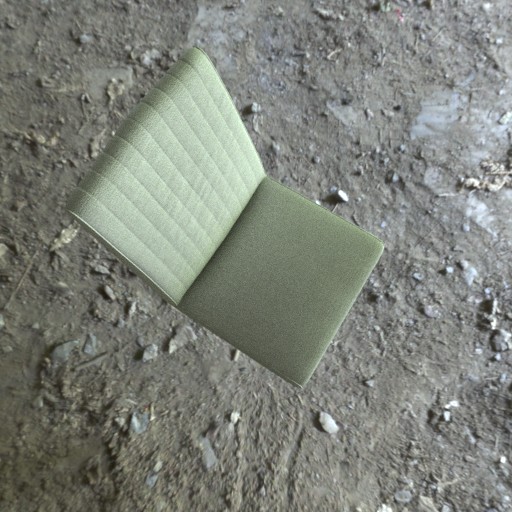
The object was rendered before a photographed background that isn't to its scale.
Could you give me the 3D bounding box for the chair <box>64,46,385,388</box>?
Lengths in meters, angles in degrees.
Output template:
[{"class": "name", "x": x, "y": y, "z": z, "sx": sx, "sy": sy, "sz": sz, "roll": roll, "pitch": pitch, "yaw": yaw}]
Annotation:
[{"class": "chair", "x": 0.000, "y": 0.000, "z": 1.229, "sx": 0.594, "sy": 0.900, "sz": 0.480, "roll": 31, "pitch": 77, "yaw": 8}]
